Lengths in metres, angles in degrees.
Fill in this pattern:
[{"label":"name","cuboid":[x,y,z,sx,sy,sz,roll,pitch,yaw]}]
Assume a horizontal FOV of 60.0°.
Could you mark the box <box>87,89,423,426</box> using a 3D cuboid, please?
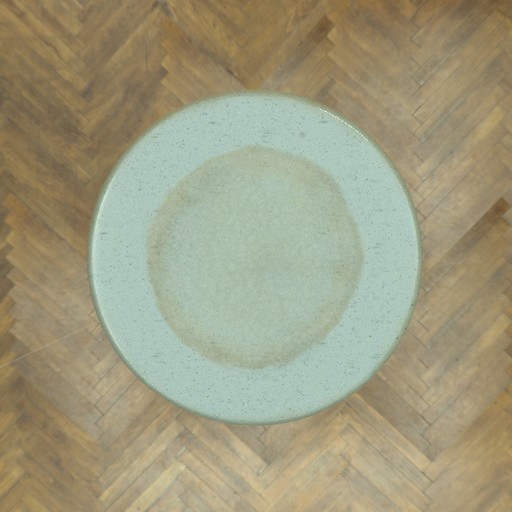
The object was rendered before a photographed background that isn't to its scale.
[{"label":"box","cuboid":[0.000,0.000,0.258,0.154,0.123,0.154,0,92,1]}]
